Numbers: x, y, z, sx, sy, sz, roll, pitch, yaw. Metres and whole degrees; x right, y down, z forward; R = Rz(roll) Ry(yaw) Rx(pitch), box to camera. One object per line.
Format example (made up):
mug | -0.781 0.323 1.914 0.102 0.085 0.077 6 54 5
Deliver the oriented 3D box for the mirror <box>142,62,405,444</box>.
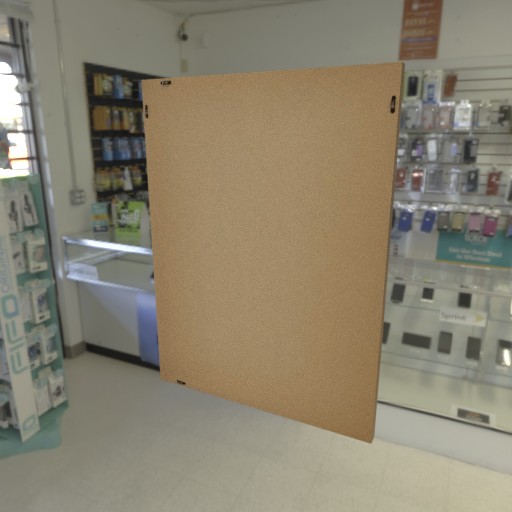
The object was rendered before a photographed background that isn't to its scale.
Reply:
mirror | 0.000 0.000 1.320 0.762 1.016 0.041 8 17 26
